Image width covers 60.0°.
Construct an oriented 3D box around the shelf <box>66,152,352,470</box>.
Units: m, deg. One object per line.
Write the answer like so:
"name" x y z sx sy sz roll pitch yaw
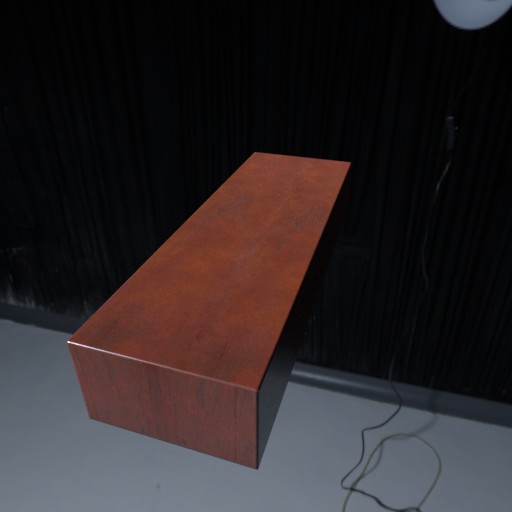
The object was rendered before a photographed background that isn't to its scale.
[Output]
"shelf" 0.000 0.000 0.523 0.152 0.088 0.457 10 33 15
